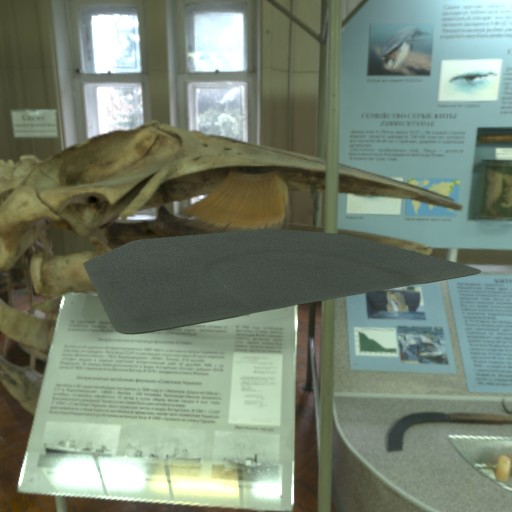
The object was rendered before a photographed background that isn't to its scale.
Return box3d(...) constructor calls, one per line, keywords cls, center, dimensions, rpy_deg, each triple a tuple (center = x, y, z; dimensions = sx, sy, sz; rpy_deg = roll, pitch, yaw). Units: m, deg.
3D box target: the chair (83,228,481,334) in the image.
box3d(cls="chair", center=(0.000, 0.000, 1.923), dimensions=(1.372, 0.024, 1.219), rpy_deg=(-7, 15, -26))
